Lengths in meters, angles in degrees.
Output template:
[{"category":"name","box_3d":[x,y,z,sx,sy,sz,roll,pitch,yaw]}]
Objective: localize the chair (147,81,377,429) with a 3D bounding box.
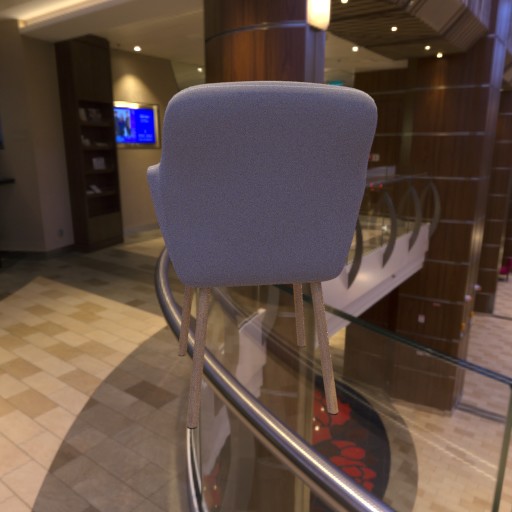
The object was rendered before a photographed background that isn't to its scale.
[{"category":"chair","box_3d":[0.000,0.000,1.220,0.570,0.830,0.590,-2,14,-9]}]
